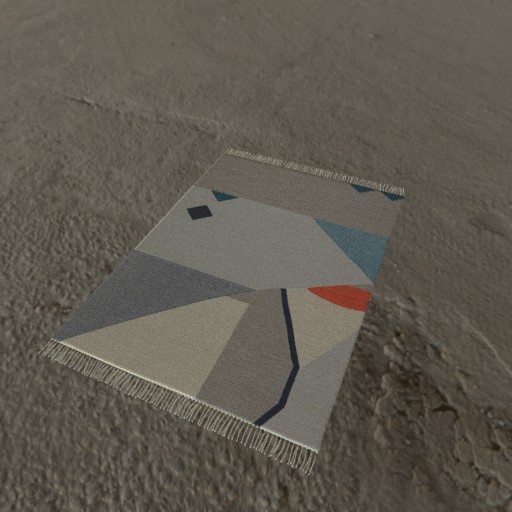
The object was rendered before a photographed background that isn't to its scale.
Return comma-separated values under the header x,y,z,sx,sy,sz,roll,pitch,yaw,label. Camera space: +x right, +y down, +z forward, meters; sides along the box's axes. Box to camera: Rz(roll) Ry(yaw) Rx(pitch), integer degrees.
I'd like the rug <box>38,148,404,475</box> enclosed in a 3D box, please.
x,y,z,sx,sy,sz,roll,pitch,yaw,label
0.000,0.000,2.293,1.220,0.005,1.828,17,46,17,rug
